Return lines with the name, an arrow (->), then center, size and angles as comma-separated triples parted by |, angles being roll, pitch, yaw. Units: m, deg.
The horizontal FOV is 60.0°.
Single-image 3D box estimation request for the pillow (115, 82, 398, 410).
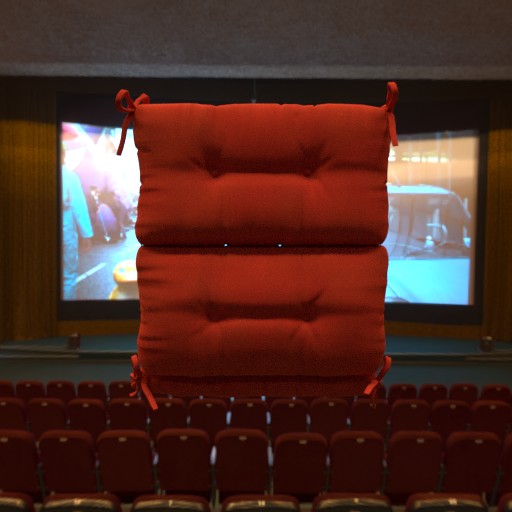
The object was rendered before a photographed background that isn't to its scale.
pillow -> 0.000, 0.000, 1.023 | 0.519, 0.605, 0.571 | 0, 1, -1
